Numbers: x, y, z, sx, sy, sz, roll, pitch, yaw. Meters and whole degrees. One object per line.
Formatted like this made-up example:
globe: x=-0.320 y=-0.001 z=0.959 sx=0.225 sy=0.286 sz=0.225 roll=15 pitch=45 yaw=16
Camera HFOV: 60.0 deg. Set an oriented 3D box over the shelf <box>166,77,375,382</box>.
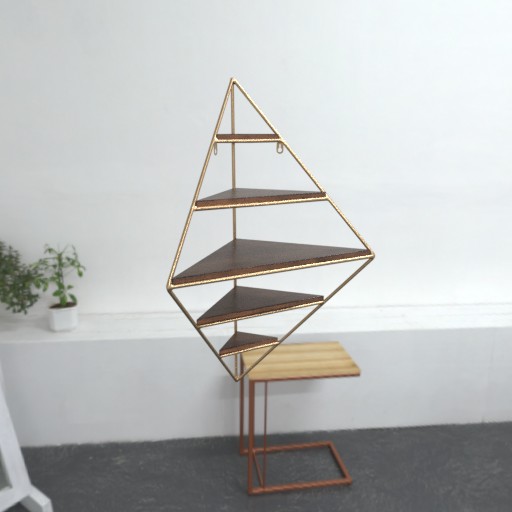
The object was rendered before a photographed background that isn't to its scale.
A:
shelf: x=0.000 y=0.000 z=1.180 sx=0.564 sy=0.913 sz=0.294 roll=-8 pitch=17 yaw=-25
